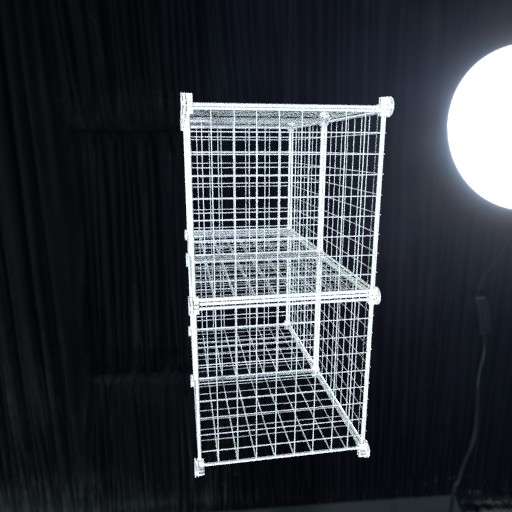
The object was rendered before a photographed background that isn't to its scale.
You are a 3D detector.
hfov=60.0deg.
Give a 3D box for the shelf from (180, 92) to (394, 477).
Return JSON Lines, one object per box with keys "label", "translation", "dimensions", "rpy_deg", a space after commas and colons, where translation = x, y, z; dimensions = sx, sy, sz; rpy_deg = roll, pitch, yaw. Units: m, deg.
{"label": "shelf", "translation": [0.000, 0.000, 1.141], "dimensions": [0.356, 0.711, 0.711], "rpy_deg": [-2, 14, -9]}
